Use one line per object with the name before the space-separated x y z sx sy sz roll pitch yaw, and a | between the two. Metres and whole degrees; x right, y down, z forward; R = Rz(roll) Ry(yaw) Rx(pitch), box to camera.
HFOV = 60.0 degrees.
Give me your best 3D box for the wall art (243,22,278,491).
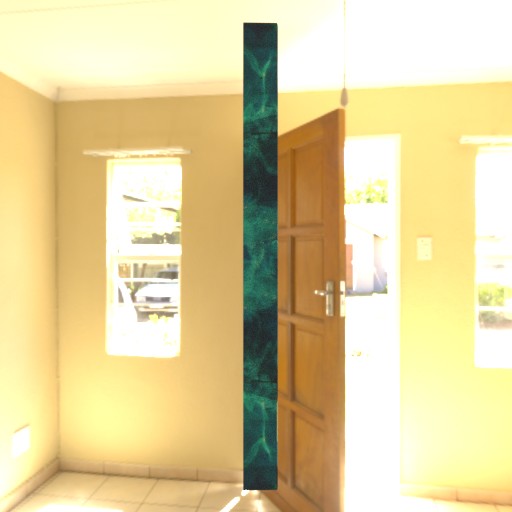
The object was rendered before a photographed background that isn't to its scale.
wall art | 0.000 0.000 0.697 0.038 0.508 0.432 0 0 -1
